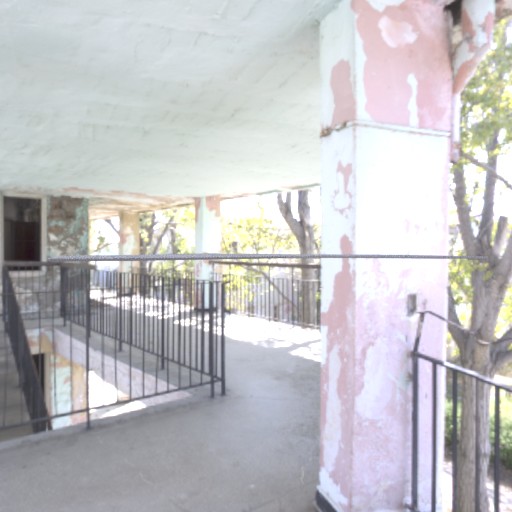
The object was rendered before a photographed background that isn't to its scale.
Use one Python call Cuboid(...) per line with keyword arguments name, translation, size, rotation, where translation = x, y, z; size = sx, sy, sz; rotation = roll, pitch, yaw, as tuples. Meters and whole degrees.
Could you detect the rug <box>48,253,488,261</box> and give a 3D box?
Cuboid(name="rug", translation=(0.000, 0.000, 2.233), size=(1.789, 0.021, 1.159), rotation=(0, 1, -19))
